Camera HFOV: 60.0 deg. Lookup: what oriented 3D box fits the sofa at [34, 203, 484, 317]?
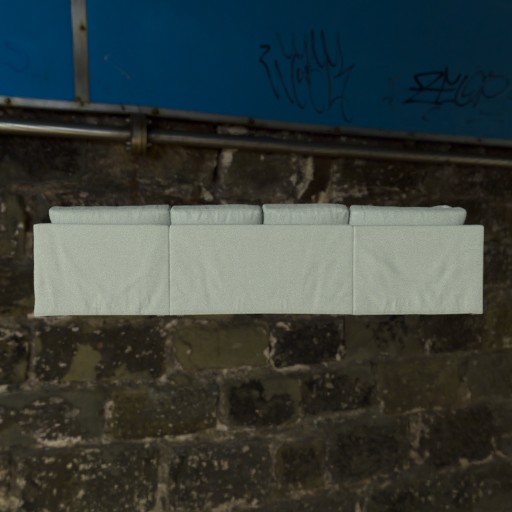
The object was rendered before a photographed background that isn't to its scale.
[{"bbox_3d":[0.000,0.000,4.564,3.460,0.882,2.427,0,1,-2],"label":"sofa"}]
